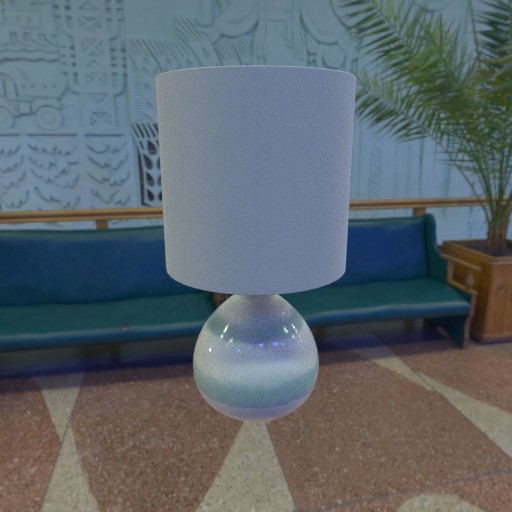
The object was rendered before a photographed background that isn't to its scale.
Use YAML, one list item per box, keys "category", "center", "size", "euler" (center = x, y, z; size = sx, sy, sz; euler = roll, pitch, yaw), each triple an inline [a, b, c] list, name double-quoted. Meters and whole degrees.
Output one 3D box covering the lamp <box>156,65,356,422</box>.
- category: "lamp"
  center: [0.000, 0.000, 0.543]
  size: [0.217, 0.404, 0.217]
  euler: [-3, 16, -9]
